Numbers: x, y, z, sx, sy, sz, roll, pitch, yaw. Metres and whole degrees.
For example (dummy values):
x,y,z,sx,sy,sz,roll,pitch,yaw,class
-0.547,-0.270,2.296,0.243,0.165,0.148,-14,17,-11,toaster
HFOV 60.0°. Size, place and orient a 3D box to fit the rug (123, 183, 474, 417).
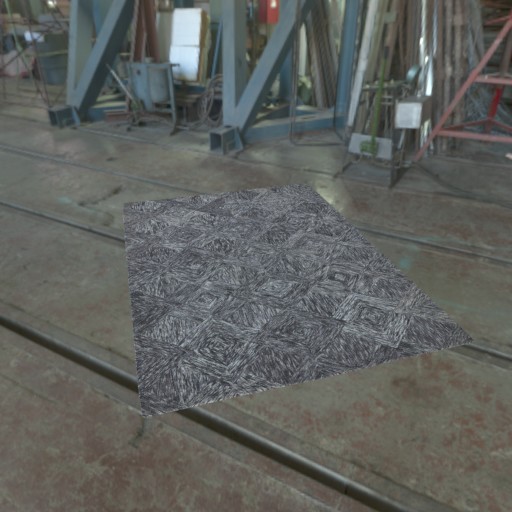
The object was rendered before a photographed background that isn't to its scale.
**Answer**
x,y,z,sx,sy,sz,roll,pitch,yaw,class
0.000,0.000,5.347,2.997,0.020,4.093,-9,32,-14,rug
